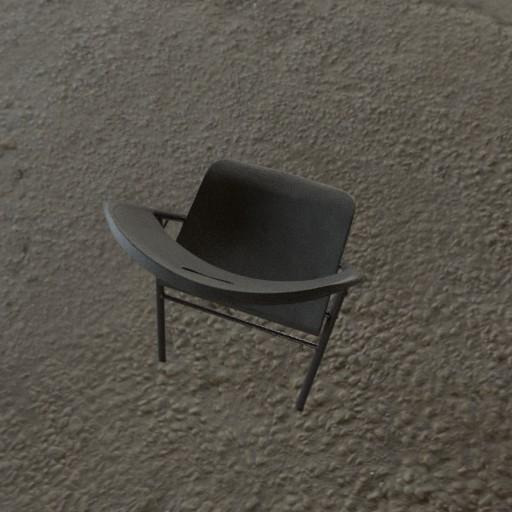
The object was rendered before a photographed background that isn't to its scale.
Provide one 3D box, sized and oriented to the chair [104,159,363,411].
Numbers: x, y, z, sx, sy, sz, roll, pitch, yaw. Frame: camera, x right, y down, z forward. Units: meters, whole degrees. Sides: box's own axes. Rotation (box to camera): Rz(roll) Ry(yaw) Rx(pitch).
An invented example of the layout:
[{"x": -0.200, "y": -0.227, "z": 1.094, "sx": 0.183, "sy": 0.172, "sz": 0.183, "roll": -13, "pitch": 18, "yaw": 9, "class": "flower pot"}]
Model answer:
[{"x": 0.000, "y": 0.000, "z": 1.157, "sx": 0.494, "sy": 0.810, "sz": 0.567, "roll": 17, "pitch": 64, "yaw": 8, "class": "chair"}]
